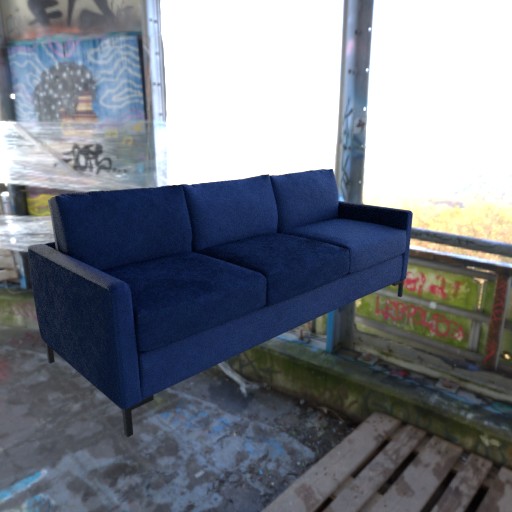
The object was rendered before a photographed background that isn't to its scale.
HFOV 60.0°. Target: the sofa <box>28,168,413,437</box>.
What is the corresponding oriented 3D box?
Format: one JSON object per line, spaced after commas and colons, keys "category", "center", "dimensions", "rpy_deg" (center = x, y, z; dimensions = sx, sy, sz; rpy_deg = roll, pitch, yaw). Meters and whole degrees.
{"category": "sofa", "center": [0.000, 0.000, 2.613], "dimensions": [2.252, 0.879, 0.875], "rpy_deg": [-15, 22, -42]}
